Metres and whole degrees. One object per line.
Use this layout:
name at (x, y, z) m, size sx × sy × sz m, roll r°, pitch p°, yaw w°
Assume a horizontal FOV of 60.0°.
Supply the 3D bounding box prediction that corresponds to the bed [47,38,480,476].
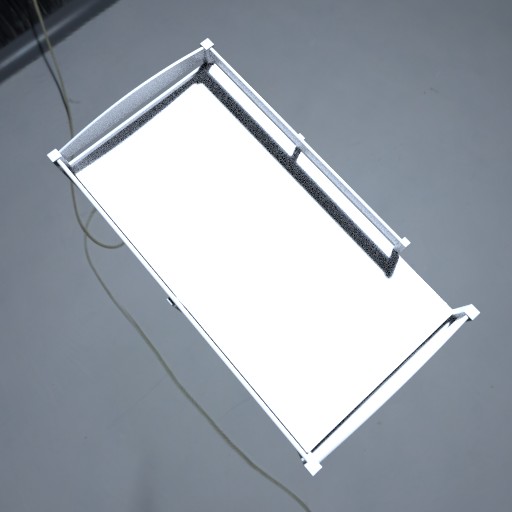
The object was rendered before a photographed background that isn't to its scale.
bed at (0.000, 0.000, 2.724) m, size 1.105 × 1.206 × 2.013 m, roll -40°, pitch 79°, yaw -9°
